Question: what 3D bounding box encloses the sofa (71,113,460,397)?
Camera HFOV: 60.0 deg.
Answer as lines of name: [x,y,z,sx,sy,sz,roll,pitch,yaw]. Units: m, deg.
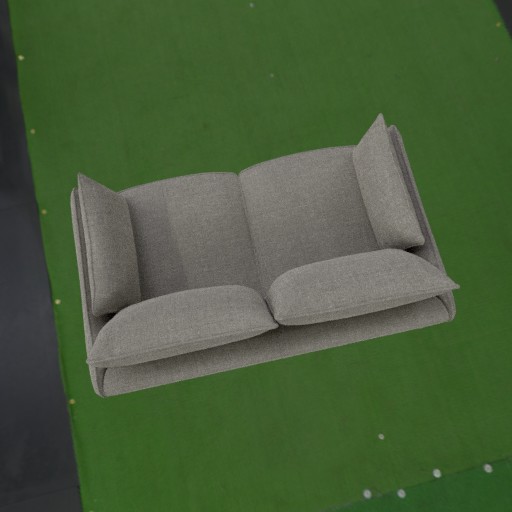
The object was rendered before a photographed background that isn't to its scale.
sofa: [0.000,0.000,2.083,1.580,0.851,0.972,-12,76,-3]
